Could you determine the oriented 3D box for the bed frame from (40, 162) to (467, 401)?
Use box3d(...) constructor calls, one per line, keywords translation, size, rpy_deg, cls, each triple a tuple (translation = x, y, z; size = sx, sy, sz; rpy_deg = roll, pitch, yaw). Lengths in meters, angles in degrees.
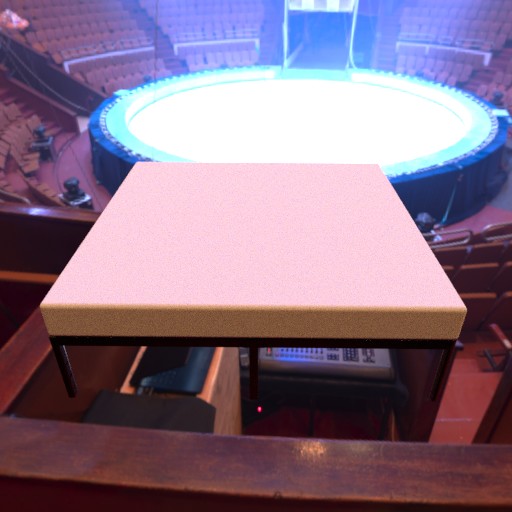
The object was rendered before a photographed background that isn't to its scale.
box3d(translation=(0.000, 0.000, 3.111), size=(2.079, 0.659, 1.963), rpy_deg=(0, 32, 1), cls="bed frame")
